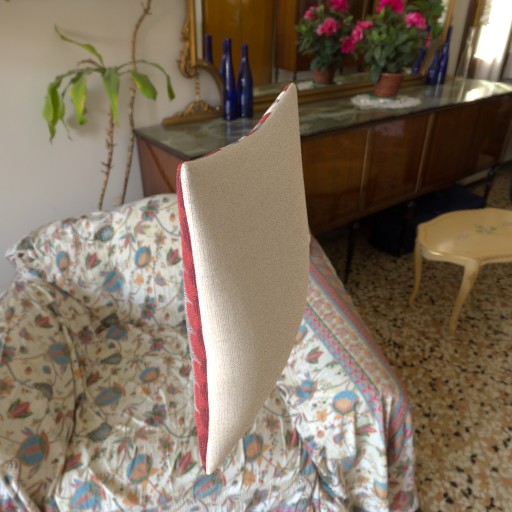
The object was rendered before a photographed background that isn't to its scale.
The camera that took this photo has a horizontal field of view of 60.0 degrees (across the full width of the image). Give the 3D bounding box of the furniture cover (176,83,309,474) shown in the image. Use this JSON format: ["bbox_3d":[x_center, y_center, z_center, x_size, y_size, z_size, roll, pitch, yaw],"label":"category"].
[{"bbox_3d":[0.000,0.000,0.650,0.145,0.420,0.435,9,31,15],"label":"furniture cover"}]
